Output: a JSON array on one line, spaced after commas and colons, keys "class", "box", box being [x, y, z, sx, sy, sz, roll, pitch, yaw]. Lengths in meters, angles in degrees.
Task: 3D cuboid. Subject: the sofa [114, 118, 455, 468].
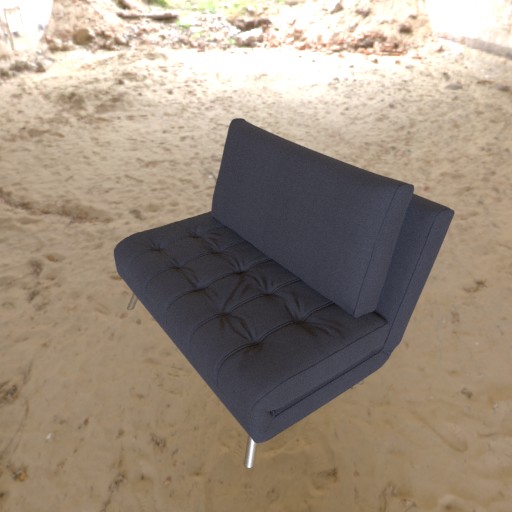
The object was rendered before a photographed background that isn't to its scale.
[{"class": "sofa", "box": [0.000, 0.000, 1.950, 0.910, 0.910, 1.220, -21, 38, -30]}]
